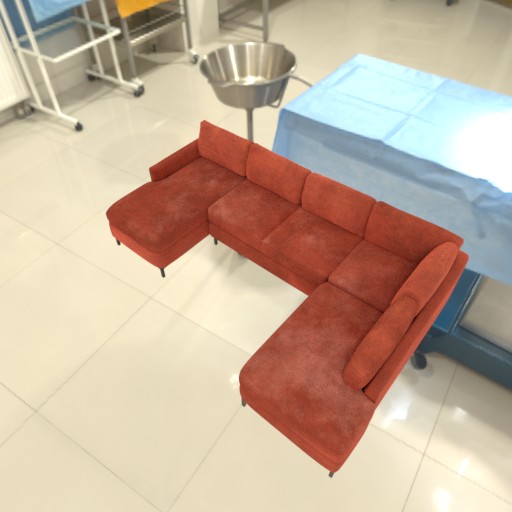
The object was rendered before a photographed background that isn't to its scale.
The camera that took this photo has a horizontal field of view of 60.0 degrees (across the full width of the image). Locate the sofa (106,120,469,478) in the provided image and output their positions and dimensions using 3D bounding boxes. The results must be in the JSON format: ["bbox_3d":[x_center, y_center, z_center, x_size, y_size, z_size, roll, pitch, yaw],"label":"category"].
[{"bbox_3d":[0.000,0.000,3.828,2.971,0.858,1.981,31,54,26],"label":"sofa"}]
